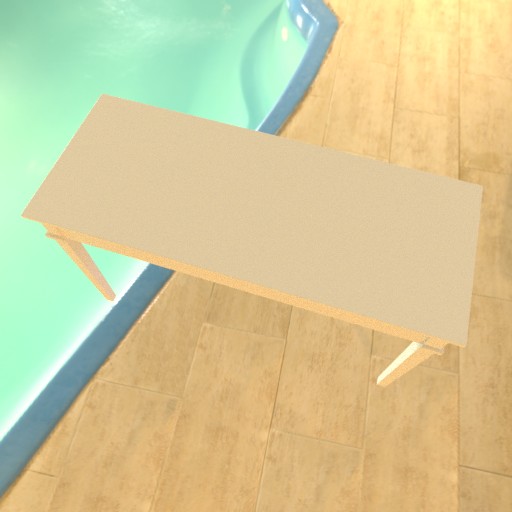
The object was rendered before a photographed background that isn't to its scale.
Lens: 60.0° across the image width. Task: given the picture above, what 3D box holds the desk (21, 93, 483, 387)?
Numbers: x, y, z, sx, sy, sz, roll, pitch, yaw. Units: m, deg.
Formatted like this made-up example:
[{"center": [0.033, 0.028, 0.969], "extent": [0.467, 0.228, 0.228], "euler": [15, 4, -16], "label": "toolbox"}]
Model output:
[{"center": [0.000, 0.000, 1.758], "extent": [1.372, 0.774, 0.559], "euler": [16, 64, 8], "label": "desk"}]
